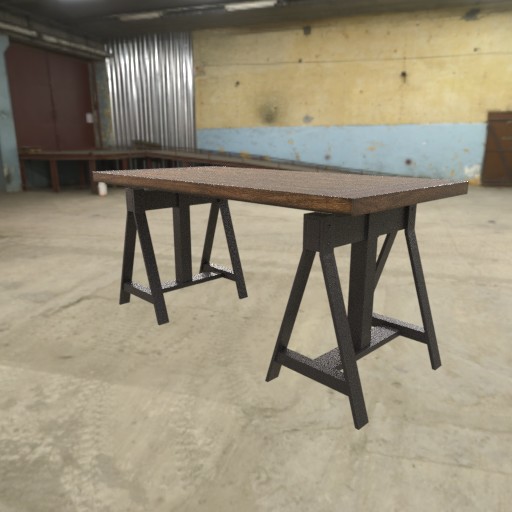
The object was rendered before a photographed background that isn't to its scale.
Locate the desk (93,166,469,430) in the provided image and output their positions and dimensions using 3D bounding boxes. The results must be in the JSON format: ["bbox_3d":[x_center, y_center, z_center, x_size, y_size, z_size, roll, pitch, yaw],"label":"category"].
[{"bbox_3d":[0.000,0.000,2.028,0.784,0.725,1.543,-14,20,-42],"label":"desk"}]
